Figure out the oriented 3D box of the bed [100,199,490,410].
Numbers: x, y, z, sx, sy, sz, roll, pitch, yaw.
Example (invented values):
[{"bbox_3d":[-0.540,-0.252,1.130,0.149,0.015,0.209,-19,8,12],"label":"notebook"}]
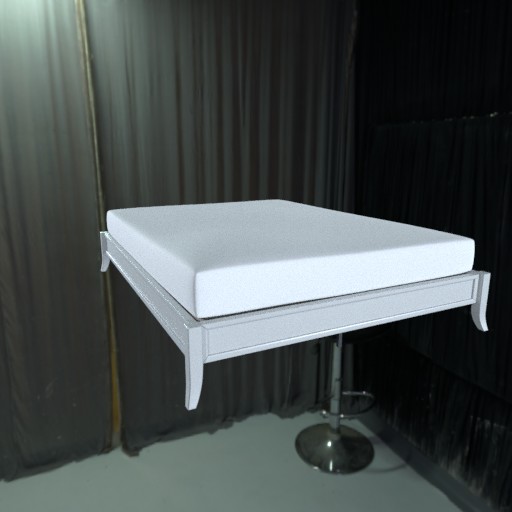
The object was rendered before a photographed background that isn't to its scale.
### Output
[{"bbox_3d":[0.000,0.000,2.779,1.604,0.510,2.108,-7,15,-26],"label":"bed"}]
